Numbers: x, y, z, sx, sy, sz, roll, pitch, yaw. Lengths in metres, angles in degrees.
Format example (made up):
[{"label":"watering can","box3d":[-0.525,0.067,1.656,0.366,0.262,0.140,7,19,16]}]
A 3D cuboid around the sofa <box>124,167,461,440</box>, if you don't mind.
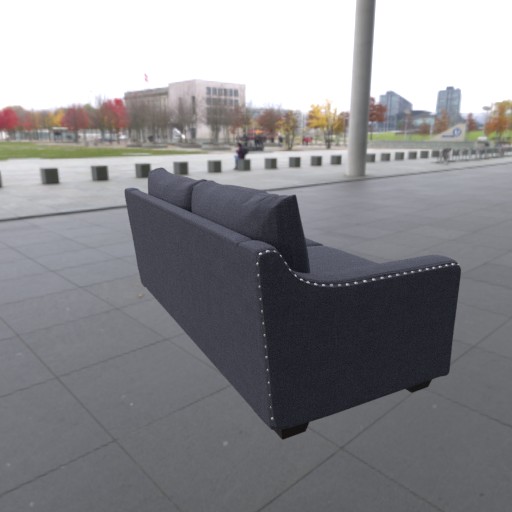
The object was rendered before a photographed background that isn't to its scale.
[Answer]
[{"label":"sofa","box3d":[0.000,0.000,3.288,1.336,1.196,2.550,-8,17,-27]}]
